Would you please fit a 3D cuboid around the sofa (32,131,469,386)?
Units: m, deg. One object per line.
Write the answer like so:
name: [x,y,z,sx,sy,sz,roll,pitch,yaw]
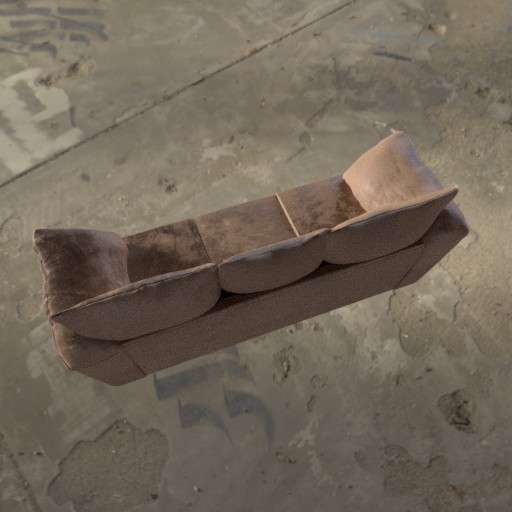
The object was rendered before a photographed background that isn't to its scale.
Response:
sofa: [0.000,0.000,2.716,2.377,0.981,0.893,-17,59,-11]
